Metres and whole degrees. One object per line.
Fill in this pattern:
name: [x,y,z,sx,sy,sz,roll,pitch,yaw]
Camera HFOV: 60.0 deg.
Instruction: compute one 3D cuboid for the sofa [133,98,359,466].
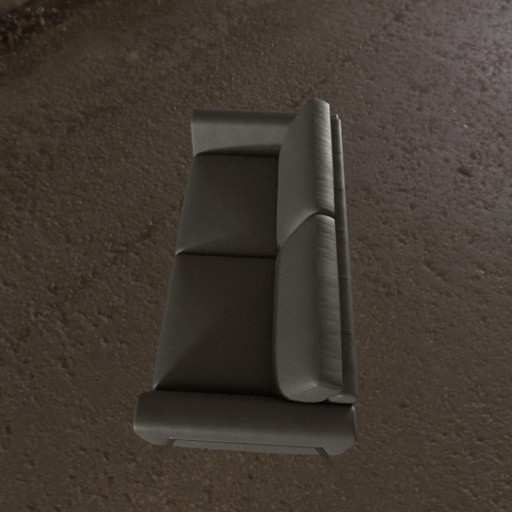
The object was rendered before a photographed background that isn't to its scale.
sofa: [0.000,0.000,2.508,0.953,0.875,2.017,3,59,2]
